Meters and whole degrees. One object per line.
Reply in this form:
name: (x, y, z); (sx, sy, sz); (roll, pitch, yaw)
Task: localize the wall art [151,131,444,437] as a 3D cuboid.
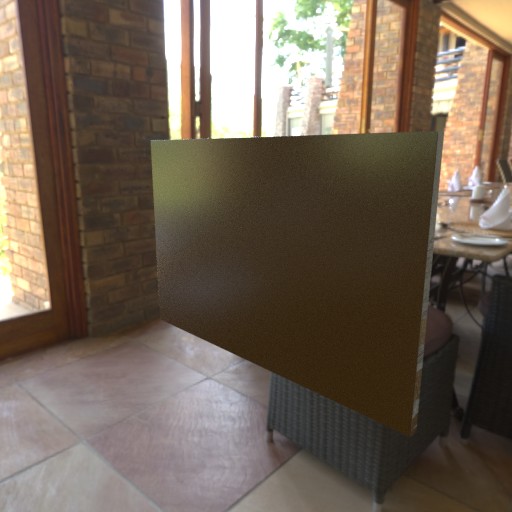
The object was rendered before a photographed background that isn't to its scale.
wall art: (0.000, 0.000, 1.177); (0.027, 0.610, 0.932); (-13, 18, -43)
